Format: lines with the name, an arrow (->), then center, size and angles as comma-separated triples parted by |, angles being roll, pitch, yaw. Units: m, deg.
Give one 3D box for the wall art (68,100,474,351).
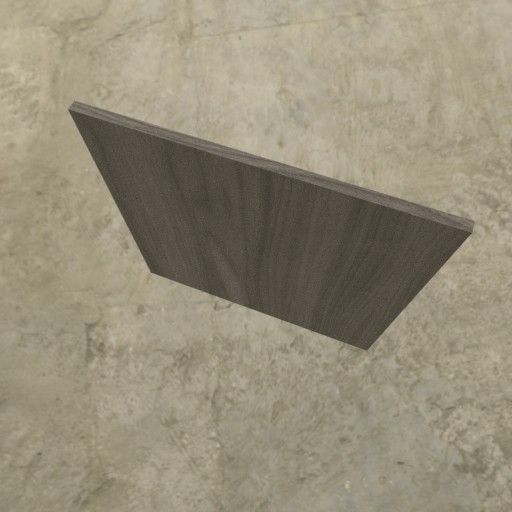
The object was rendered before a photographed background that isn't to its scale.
wall art -> 0.000, 0.000, 0.752 | 0.508, 0.507, 0.016 | 19, 65, 9
